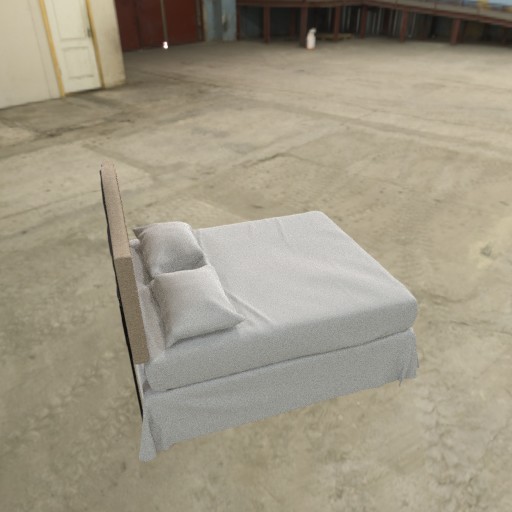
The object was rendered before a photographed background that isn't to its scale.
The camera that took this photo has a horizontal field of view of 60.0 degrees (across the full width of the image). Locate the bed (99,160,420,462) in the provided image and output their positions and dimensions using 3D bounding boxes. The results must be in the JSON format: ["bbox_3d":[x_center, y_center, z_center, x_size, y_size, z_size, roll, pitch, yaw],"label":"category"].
[{"bbox_3d":[0.000,0.000,3.499,2.221,1.645,1.876,-10,33,-16],"label":"bed"}]
